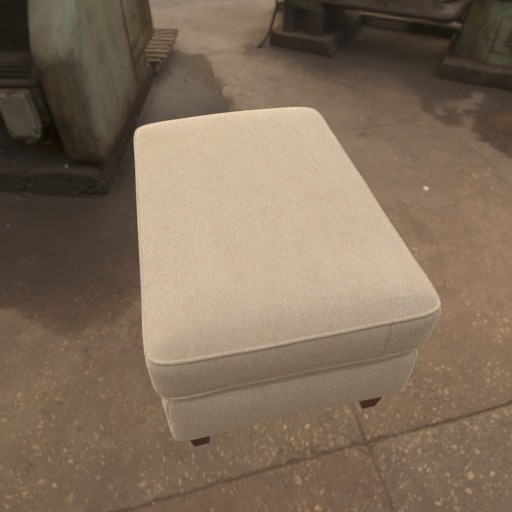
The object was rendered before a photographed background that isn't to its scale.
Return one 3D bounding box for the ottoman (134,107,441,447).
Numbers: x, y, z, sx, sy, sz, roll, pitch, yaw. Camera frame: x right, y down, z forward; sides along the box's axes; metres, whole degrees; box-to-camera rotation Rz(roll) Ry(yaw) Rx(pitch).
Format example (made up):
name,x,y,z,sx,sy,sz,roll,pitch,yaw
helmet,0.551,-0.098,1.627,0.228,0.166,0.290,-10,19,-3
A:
name,x,y,z,sx,sy,sz,roll,pitch,yaw
ottoman,0.000,0.000,1.229,0.583,0.484,0.862,-9,46,-9
